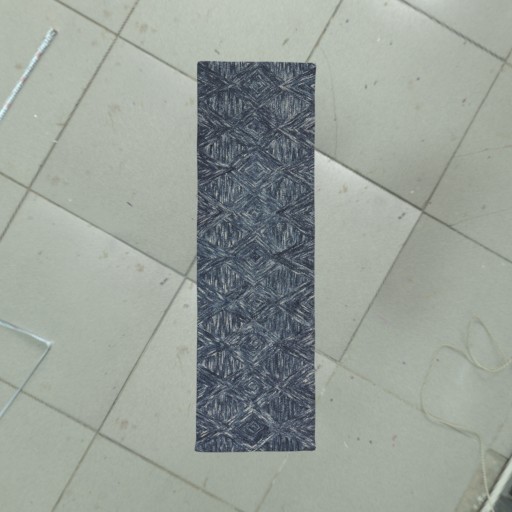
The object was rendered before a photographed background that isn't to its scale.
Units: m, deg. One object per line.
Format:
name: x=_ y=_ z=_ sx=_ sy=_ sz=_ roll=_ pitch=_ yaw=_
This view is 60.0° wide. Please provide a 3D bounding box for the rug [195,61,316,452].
rug: x=0.000 y=0.000 z=2.618 sx=0.719 sy=0.013 sz=2.306 roll=0 pitch=90 yaw=-2
